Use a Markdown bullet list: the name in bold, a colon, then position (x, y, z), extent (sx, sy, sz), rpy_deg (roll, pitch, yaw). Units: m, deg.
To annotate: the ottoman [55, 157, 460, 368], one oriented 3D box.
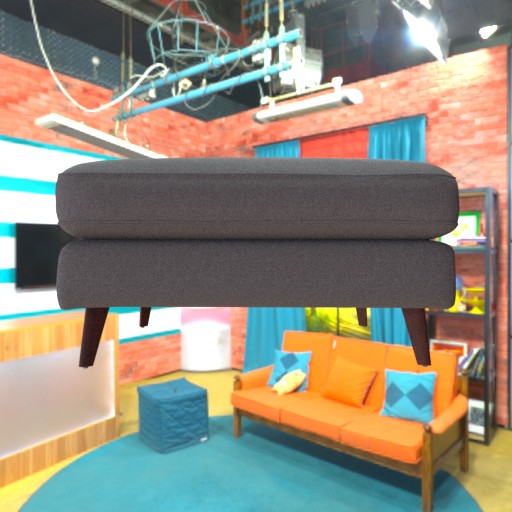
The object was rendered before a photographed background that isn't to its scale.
- **ottoman**: position (0.000, 0.000, 1.137), extent (0.811, 0.449, 0.608), rpy_deg (0, 0, -1)
